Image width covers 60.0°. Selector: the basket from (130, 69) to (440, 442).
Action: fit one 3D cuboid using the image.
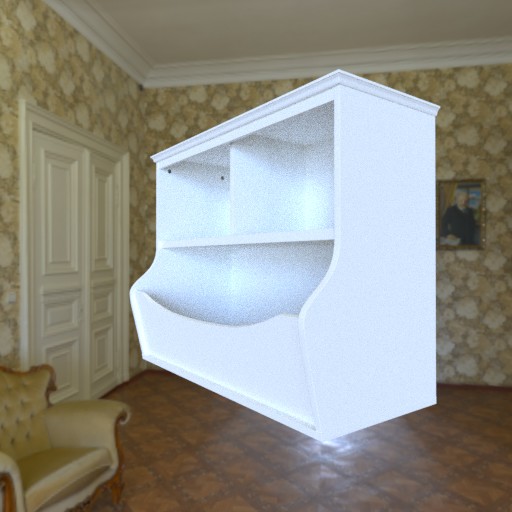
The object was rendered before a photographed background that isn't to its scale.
[{"bbox_3d":[0.000,0.000,1.135,0.376,0.625,0.792,0,-1,-36],"label":"basket"}]
